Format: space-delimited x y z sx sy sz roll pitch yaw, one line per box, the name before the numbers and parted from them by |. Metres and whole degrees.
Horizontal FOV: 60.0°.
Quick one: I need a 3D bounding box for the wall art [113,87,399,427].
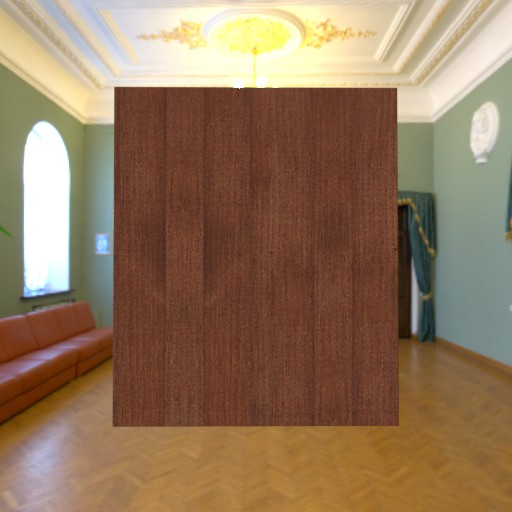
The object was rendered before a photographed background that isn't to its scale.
wall art | 0.000 0.000 0.607 0.377 0.449 0.039 0 -1 0
